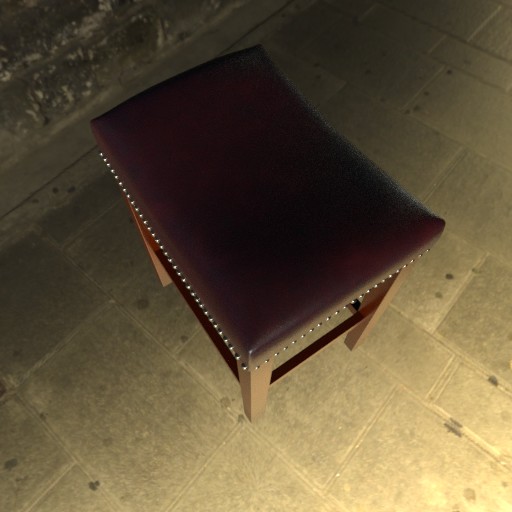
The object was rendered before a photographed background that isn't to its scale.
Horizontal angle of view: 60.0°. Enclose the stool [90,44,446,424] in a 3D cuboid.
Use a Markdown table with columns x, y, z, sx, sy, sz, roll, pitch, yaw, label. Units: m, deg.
| x | y | z | sx | sy | sz | roll | pitch | yaw | label |
| --- | --- | --- | --- | --- | --- | --- | --- | --- | --- |
| 0.000 | 0.000 | 0.972 | 0.372 | 0.657 | 0.504 | -31 | 66 | -15 | stool |
